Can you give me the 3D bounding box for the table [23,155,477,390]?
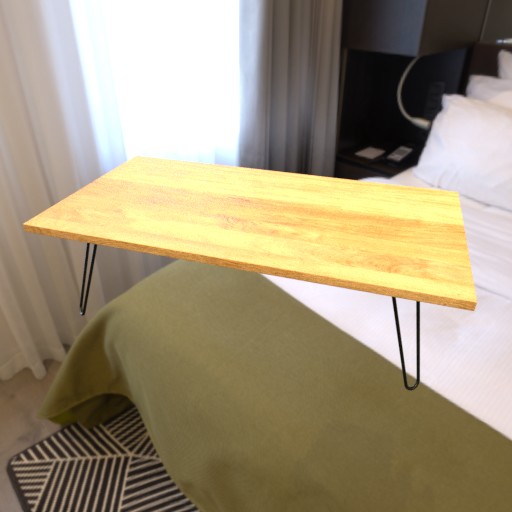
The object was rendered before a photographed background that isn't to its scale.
[{"bbox_3d":[0.000,0.000,1.635,1.348,0.400,0.699,9,33,15],"label":"table"}]
